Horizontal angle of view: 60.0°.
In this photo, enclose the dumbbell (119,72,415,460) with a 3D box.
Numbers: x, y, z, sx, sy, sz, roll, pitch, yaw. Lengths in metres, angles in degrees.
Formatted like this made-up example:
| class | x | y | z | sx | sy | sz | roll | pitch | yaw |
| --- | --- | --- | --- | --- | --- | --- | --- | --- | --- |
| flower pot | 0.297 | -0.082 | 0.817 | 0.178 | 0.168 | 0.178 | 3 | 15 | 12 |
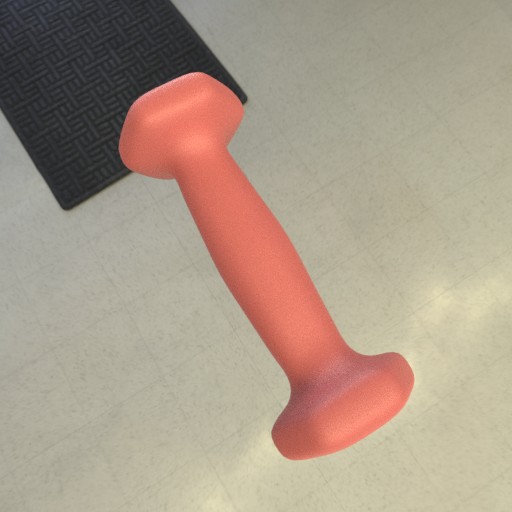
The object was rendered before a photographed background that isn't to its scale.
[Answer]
| class | x | y | z | sx | sy | sz | roll | pitch | yaw |
| --- | --- | --- | --- | --- | --- | --- | --- | --- | --- |
| dumbbell | 0.000 | 0.000 | 0.144 | 0.047 | 0.043 | 0.123 | -29 | 76 | -8 |
